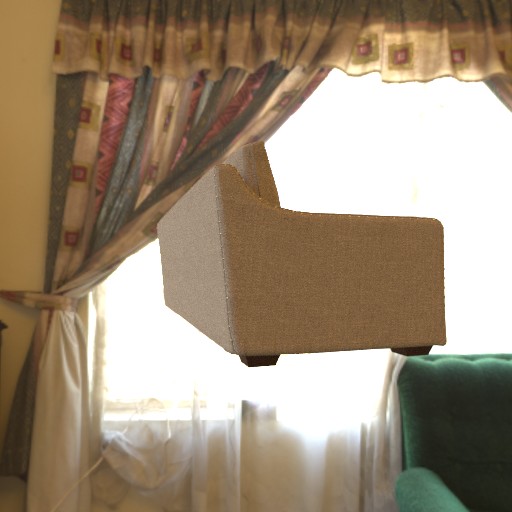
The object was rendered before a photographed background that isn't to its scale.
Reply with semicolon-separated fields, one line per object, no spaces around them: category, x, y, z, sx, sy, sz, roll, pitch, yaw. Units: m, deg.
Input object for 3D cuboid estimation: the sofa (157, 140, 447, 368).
sofa;0.000;0.000;2.708;1.000;0.857;2.208;0;-2;-18
